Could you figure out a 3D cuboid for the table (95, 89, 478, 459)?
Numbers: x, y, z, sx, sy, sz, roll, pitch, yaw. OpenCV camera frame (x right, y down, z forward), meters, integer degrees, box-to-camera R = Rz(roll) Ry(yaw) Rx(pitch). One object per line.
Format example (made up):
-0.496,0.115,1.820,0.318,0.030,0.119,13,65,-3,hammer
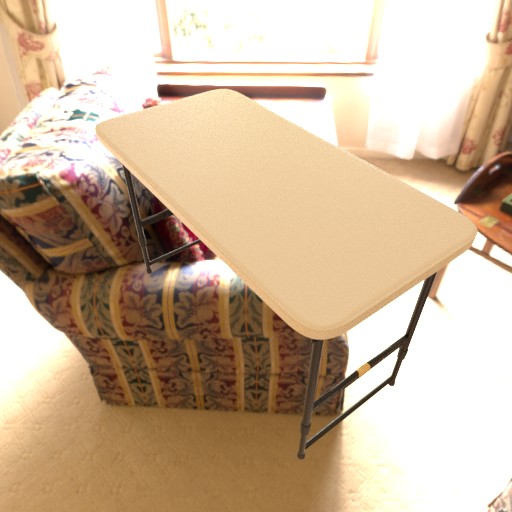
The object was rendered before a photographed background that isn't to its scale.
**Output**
0.000,0.000,1.622,0.610,0.737,1.219,-27,48,-27,table
